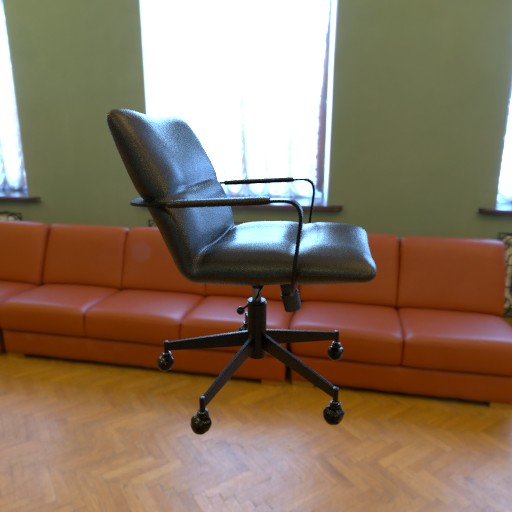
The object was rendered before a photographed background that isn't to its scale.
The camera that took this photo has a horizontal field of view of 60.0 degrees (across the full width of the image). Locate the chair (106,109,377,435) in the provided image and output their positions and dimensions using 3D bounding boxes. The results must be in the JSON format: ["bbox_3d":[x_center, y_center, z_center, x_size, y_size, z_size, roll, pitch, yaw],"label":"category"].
[{"bbox_3d":[0.000,0.000,1.485,0.748,0.922,0.719,3,15,10],"label":"chair"}]
